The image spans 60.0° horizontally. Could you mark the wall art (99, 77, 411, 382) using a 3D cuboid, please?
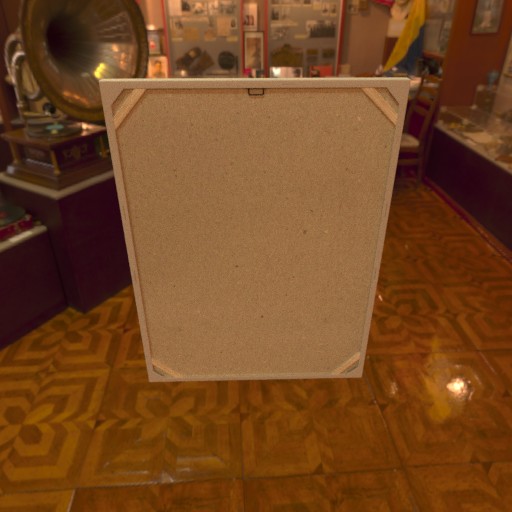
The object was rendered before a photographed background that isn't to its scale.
[{"bbox_3d":[0.000,0.000,1.617,0.914,1.212,0.038,-1,30,-1],"label":"wall art"}]
